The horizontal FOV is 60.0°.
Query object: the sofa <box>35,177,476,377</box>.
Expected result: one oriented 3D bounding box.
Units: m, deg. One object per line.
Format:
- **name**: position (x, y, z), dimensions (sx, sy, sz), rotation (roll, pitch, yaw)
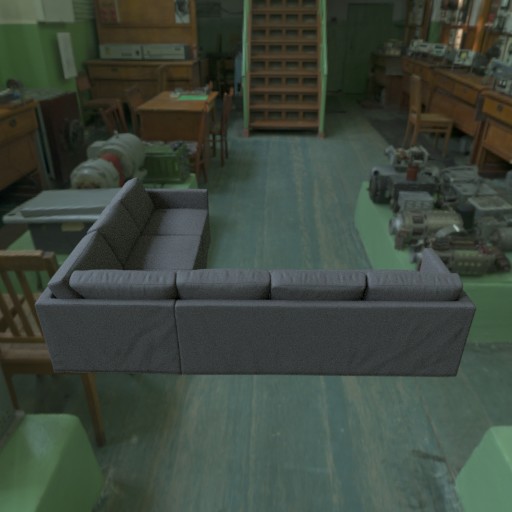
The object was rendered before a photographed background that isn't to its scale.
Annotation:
- **sofa**: position (0.000, 0.000, 4.335), dimensions (3.182, 0.871, 2.432), rotation (0, 29, 1)
